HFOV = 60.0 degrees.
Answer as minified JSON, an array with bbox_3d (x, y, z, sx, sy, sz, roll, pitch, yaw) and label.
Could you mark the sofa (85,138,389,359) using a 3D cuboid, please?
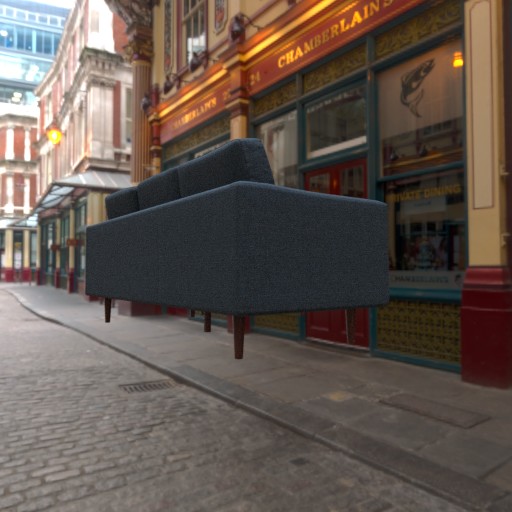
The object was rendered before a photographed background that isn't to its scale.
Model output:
[{"bbox_3d":[0.000,0.000,2.974,1.667,0.957,2.055,2,-3,-36],"label":"sofa"}]
